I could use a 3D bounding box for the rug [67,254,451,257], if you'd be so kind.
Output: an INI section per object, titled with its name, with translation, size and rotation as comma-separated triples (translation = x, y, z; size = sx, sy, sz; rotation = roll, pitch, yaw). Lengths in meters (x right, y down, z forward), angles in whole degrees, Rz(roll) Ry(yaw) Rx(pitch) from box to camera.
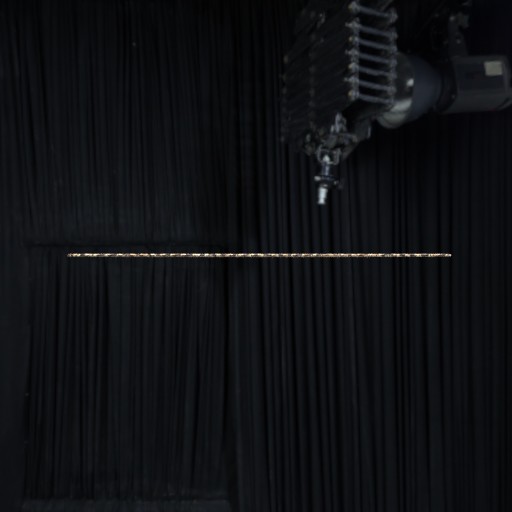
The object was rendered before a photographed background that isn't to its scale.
[rug]
translation = 0.000, 0.000, 2.296
size = 1.219, 0.008, 1.828
rotation = 0, 0, -1
